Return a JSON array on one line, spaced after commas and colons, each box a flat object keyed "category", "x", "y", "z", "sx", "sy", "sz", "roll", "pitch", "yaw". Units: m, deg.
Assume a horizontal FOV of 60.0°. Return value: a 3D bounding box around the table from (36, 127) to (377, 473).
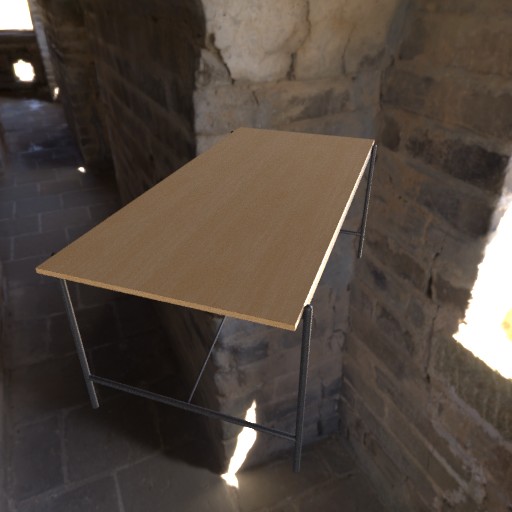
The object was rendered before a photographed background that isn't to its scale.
[{"category": "table", "x": 0.000, "y": 0.000, "z": 2.209, "sx": 0.900, "sy": 0.758, "sz": 1.800, "roll": 10, "pitch": 32, "yaw": 17}]
